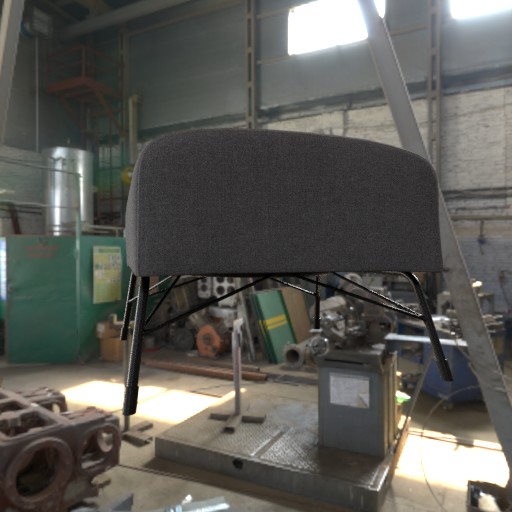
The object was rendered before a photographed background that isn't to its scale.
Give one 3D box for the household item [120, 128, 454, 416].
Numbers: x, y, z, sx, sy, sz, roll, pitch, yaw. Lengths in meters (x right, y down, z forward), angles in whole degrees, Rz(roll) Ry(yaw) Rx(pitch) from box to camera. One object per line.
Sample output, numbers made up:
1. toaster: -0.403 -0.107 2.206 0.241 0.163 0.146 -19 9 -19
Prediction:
1. household item: 0.000 0.000 0.905 0.530 0.410 0.530 0 1 -17
